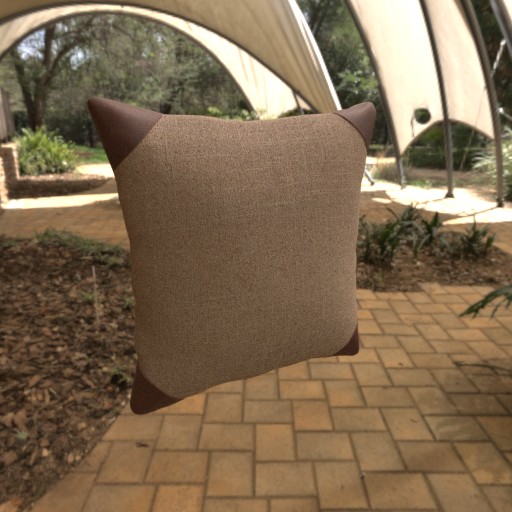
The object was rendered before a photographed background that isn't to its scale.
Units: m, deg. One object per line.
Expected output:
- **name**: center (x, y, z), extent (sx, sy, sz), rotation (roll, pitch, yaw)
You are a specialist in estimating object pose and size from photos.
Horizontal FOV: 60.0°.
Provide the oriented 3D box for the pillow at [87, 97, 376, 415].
- **pillow**: center (0.000, 0.000, 0.672), extent (0.437, 0.448, 0.147), rotation (-9, 19, -27)
